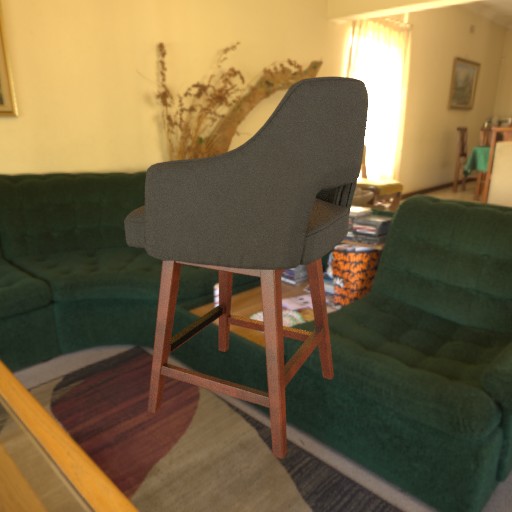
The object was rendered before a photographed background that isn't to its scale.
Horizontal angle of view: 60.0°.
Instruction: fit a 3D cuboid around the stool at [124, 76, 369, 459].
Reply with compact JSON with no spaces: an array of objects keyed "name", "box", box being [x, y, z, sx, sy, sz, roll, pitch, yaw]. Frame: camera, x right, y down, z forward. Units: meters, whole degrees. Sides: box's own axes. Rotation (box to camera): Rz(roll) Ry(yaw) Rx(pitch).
[{"name":"stool","box":[0.000,0.000,1.253,0.558,0.912,0.548,8,19,25]}]
